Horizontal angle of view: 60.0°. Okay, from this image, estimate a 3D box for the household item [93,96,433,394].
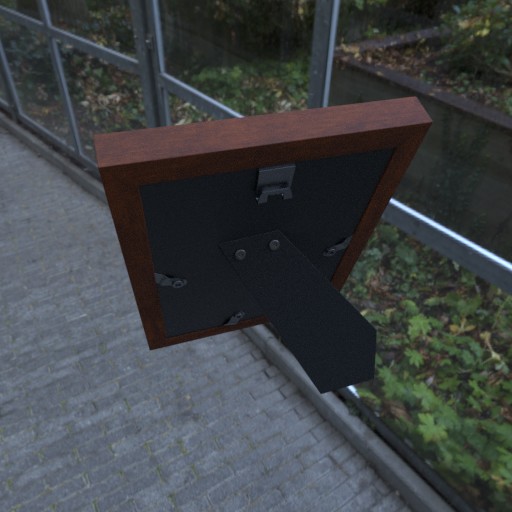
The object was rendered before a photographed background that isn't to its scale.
[{"bbox_3d":[0.000,0.000,0.289,0.160,0.204,0.096,-11,40,-14],"label":"household item"}]
